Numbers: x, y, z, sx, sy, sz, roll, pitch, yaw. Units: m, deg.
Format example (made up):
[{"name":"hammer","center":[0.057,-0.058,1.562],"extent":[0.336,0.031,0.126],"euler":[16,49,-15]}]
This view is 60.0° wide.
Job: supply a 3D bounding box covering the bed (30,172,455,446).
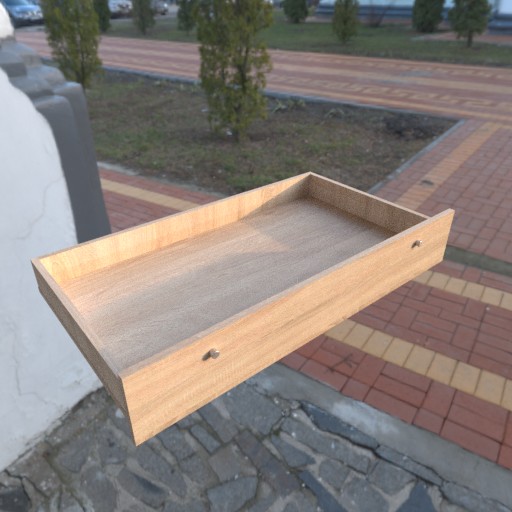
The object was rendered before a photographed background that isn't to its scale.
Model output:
[{"name":"bed","center":[0.000,0.000,1.444],"extent":[1.200,0.209,0.685],"euler":[-23,38,-33]}]
